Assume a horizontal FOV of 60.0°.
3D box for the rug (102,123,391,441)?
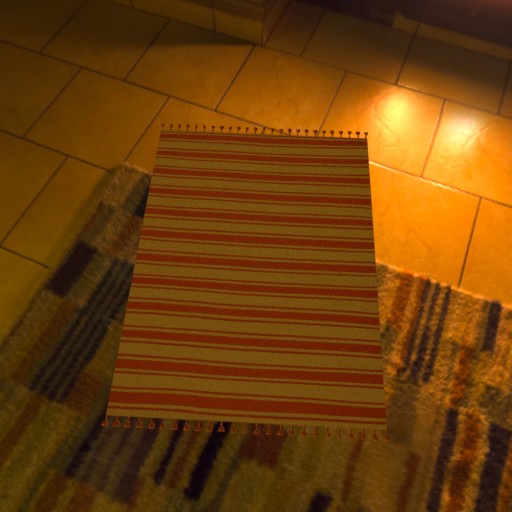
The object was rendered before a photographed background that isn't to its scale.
[{"bbox_3d":[0.000,0.000,4.487,2.451,0.035,3.369,3,64,1],"label":"rug"}]
